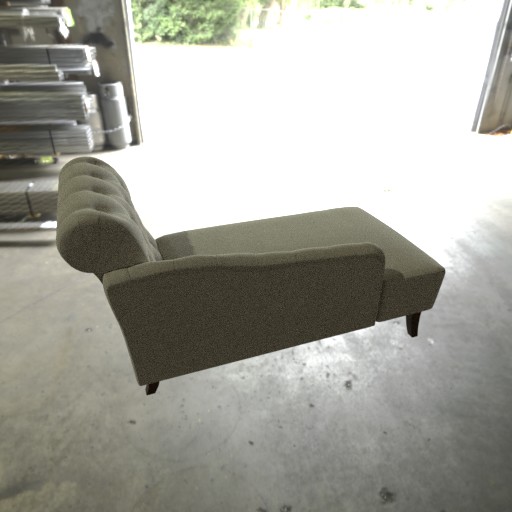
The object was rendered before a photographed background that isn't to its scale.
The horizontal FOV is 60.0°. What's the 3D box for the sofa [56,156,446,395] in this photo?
[{"bbox_3d":[0.000,0.000,1.804,1.379,0.787,0.675,-10,32,-17],"label":"sofa"}]
